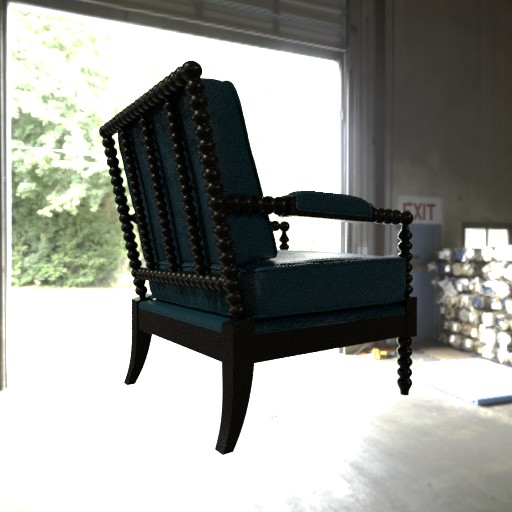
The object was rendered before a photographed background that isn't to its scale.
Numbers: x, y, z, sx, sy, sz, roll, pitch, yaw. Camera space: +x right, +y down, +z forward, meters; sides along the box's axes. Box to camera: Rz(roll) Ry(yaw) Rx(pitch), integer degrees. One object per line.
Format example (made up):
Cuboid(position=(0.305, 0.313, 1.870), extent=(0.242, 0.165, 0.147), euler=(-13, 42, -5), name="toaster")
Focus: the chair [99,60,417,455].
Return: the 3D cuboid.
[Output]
Cuboid(position=(0.000, 0.000, 1.406), extent=(0.805, 0.857, 0.688), euler=(-1, 1, -35), name="chair")
